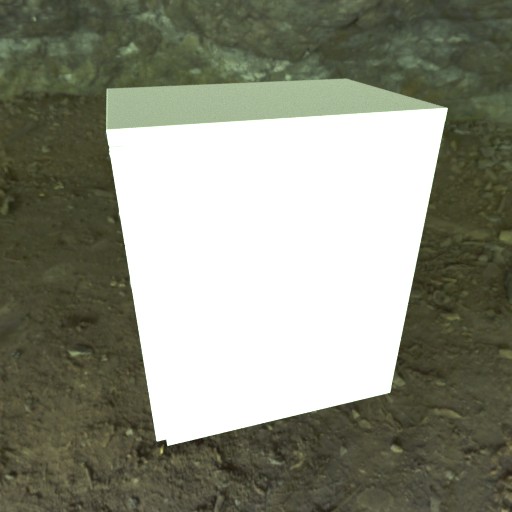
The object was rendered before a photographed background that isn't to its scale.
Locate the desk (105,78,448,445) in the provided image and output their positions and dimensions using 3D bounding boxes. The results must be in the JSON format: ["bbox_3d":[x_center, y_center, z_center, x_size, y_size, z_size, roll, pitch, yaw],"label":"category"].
[{"bbox_3d":[0.000,0.000,1.069,0.600,0.730,0.404,-8,30,-14],"label":"desk"}]
